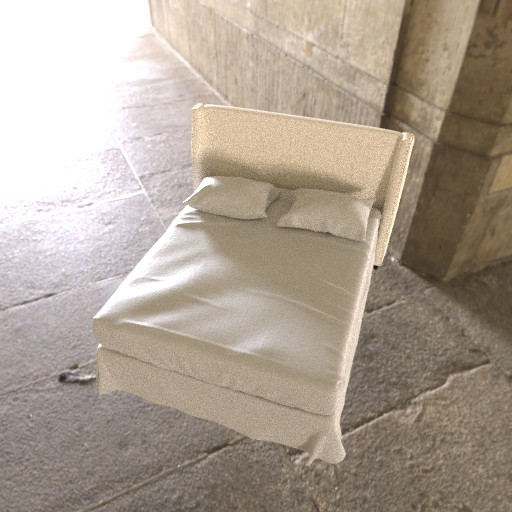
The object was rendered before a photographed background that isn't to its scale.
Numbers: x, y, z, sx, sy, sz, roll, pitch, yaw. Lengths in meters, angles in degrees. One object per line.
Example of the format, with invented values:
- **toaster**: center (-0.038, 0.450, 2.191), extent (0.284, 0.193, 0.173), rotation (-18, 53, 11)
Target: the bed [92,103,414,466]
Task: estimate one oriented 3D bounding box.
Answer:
- **bed**: center (0.000, 0.000, 3.405), extent (1.925, 1.332, 2.276), rotation (13, 43, 14)
